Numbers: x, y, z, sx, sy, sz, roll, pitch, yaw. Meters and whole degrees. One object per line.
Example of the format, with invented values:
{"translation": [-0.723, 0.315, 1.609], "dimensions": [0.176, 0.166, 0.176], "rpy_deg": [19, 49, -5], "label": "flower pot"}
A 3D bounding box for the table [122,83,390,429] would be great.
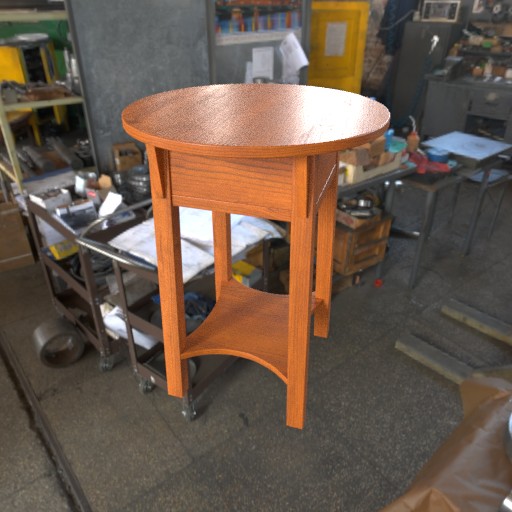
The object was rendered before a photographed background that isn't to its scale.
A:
{"translation": [0.000, 0.000, 0.935], "dimensions": [0.457, 0.610, 0.457], "rpy_deg": [0, 31, 0], "label": "table"}
